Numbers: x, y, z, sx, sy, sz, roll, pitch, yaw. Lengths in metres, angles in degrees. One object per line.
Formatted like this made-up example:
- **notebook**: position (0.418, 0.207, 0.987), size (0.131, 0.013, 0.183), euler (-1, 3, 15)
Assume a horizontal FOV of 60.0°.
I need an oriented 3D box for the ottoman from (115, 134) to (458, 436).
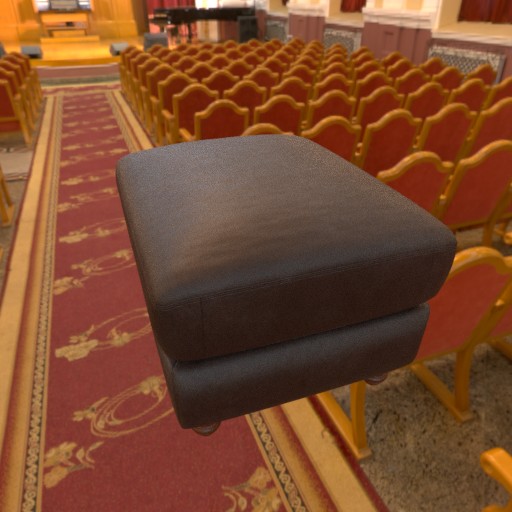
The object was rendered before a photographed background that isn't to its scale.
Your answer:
- **ottoman**: position (0.000, 0.000, 1.259), size (0.670, 0.569, 0.806), euler (-10, 32, -17)
